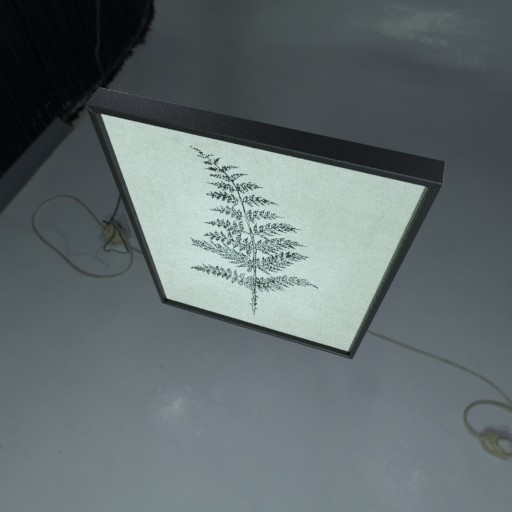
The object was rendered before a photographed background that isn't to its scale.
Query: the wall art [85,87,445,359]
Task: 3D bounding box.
[{"bbox_3d":[0.000,0.000,0.773,0.449,0.555,0.039,15,58,10],"label":"wall art"}]
